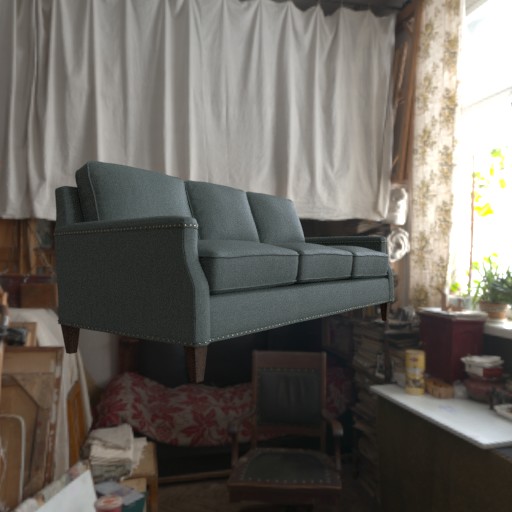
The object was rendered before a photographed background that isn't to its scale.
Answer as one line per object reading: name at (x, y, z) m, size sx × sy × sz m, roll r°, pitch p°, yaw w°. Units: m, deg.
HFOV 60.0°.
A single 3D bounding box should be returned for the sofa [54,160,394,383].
sofa at (0.000, 0.000, 2.887) m, size 1.084 × 1.003 × 2.246 m, roll 0°, pitch 0°, yaw 36°
